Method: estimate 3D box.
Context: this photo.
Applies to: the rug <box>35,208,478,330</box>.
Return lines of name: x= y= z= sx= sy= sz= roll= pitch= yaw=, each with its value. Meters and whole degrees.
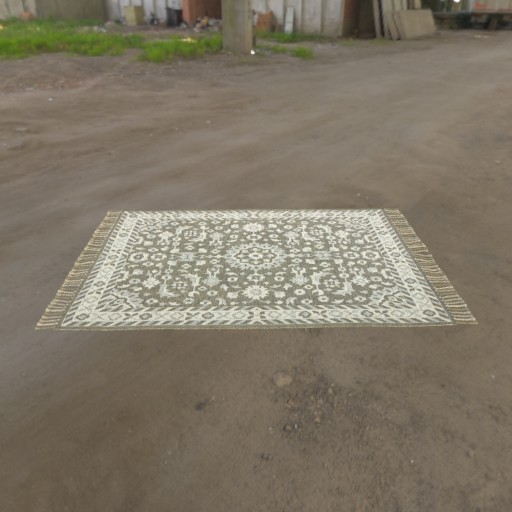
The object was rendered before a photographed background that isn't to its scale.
rug: x=0.000 y=0.000 z=3.058 sx=2.431 sy=0.025 sz=1.530 roll=-1 pitch=31 yaw=-1
